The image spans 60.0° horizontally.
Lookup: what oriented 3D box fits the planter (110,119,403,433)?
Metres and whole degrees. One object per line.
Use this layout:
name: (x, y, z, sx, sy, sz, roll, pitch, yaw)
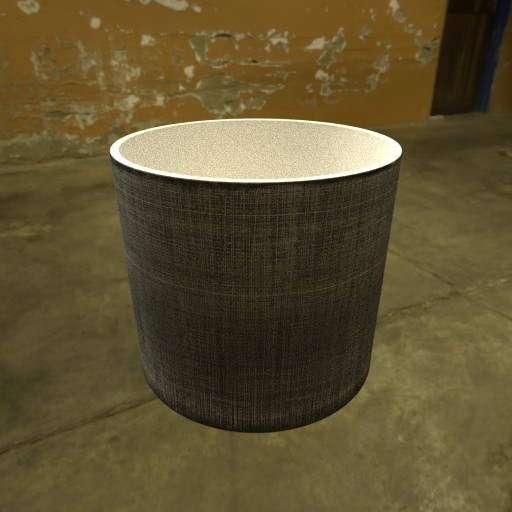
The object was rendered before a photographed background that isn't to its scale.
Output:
planter: (0.000, 0.000, 0.393, 0.221, 0.201, 0.221, 0, 26, 0)
